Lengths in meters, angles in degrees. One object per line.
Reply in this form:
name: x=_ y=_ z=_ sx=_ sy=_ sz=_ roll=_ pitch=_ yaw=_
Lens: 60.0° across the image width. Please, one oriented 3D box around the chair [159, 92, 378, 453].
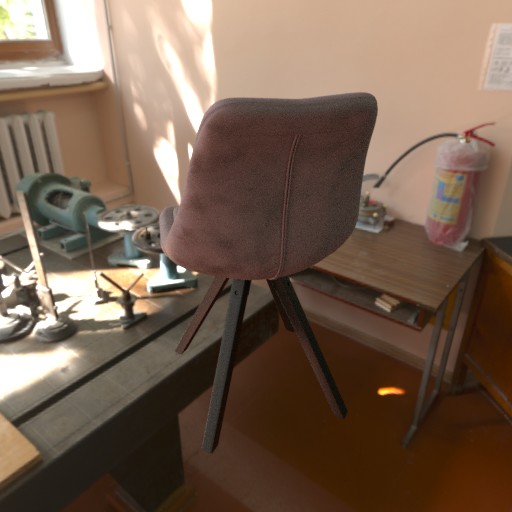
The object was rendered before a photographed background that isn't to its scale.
chair: x=0.000 y=0.000 z=1.167 sx=0.483 sy=0.865 sz=0.547 roll=-8 pitch=28 yaw=-15
